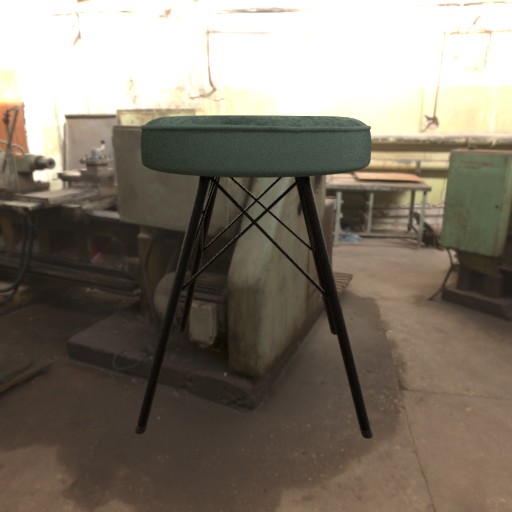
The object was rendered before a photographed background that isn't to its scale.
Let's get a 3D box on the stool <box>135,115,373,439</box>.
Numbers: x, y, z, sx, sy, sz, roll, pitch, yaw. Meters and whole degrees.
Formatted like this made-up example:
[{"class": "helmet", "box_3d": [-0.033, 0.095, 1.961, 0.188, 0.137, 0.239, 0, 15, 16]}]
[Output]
[{"class": "stool", "box_3d": [0.000, 0.000, 0.867, 0.458, 0.519, 0.457, 3, 17, 10]}]
